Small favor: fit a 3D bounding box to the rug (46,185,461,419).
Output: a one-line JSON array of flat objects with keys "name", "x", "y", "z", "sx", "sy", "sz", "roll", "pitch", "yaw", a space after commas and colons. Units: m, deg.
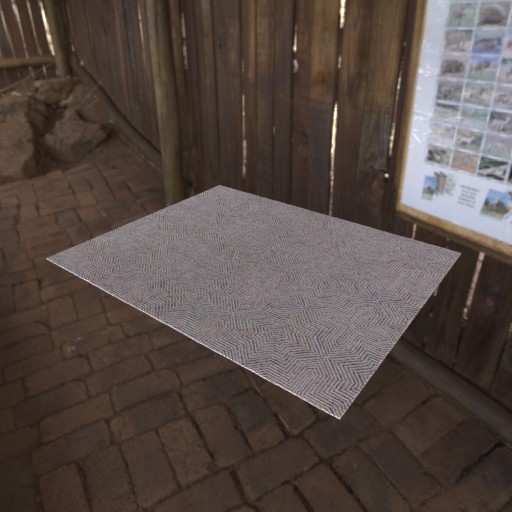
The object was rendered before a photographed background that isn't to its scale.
[{"name": "rug", "x": 0.000, "y": 0.000, "z": 4.164, "sx": 3.046, "sy": 0.008, "sz": 2.442, "roll": 20, "pitch": 35, "yaw": 32}]
